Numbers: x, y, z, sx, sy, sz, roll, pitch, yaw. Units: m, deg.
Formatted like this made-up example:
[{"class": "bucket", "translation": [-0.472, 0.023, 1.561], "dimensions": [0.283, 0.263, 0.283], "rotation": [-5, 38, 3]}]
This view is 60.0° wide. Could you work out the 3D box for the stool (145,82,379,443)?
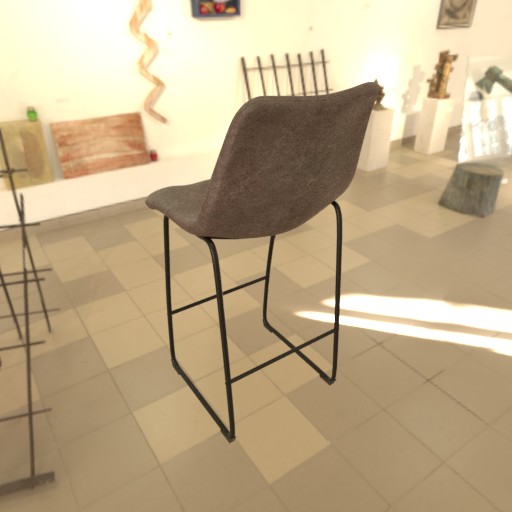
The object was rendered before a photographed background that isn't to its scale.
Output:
[{"class": "stool", "translation": [0.000, 0.000, 1.413], "dimensions": [0.514, 1.082, 0.561], "rotation": [-19, 35, -30]}]
